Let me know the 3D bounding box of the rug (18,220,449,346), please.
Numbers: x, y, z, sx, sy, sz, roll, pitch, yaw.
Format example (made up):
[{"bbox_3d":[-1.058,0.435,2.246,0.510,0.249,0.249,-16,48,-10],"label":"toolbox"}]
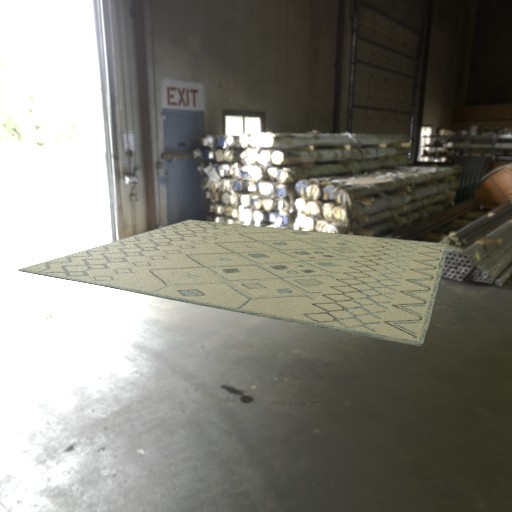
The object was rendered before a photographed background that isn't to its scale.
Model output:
[{"bbox_3d":[0.000,0.000,3.948,3.056,0.013,2.441,7,17,25],"label":"rug"}]
